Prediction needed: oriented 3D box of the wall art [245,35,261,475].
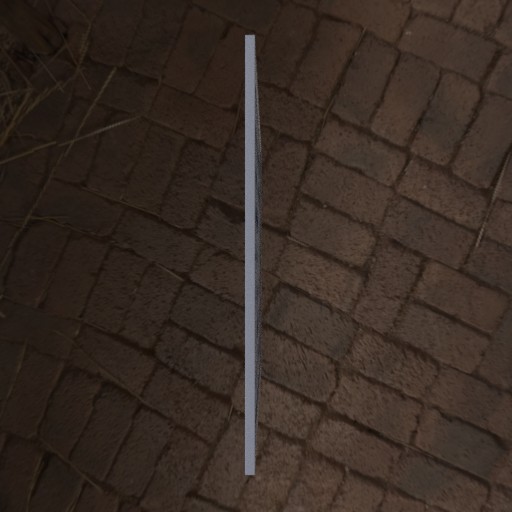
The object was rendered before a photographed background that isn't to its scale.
[{"bbox_3d":[0.000,0.000,0.840,0.012,0.557,0.557,0,89,2],"label":"wall art"}]
